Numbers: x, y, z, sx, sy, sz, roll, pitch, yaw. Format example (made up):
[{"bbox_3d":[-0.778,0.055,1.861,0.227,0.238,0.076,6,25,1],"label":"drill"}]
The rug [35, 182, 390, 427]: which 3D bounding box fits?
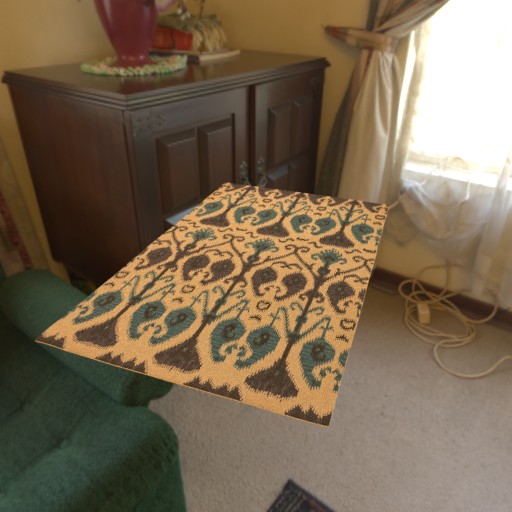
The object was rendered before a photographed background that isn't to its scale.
[{"bbox_3d":[0.000,0.000,2.115,1.072,0.013,1.698,11,32,18],"label":"rug"}]
